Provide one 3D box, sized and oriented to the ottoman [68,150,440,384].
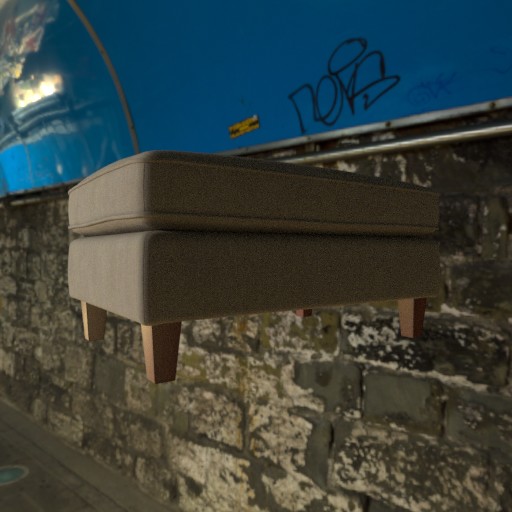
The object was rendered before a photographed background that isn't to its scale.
[{"bbox_3d":[0.000,0.000,1.301,0.941,0.480,0.636,0,1,-35],"label":"ottoman"}]
